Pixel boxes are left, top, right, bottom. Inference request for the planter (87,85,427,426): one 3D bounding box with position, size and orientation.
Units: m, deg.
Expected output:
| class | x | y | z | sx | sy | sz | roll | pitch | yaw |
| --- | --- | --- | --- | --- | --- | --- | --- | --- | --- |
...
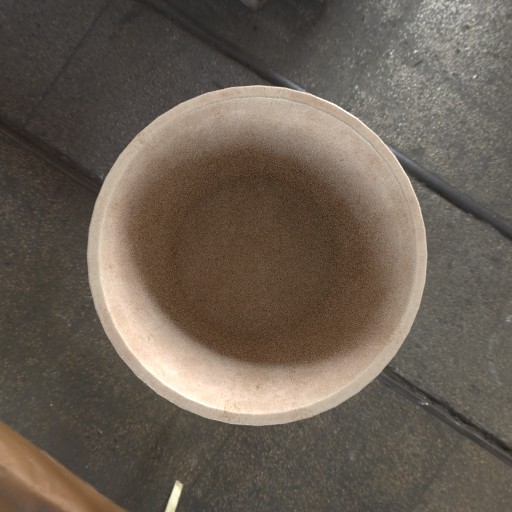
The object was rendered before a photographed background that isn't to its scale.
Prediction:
| class | x | y | z | sx | sy | sz | roll | pitch | yaw |
| --- | --- | --- | --- | --- | --- | --- | --- | --- | --- |
| planter | 0.000 | 0.000 | 0.276 | 0.164 | 0.127 | 0.164 | 0 | 90 | -1 |
